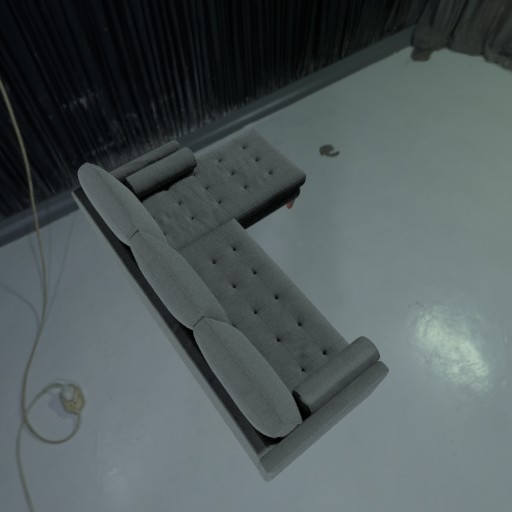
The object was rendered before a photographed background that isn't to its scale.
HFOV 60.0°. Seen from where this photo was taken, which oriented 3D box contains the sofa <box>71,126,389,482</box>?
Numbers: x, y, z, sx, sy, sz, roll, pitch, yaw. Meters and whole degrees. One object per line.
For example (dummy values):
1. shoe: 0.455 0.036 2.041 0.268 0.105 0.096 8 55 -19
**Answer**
1. sofa: 0.000 0.000 2.918 1.506 0.876 2.178 -33 64 -19
